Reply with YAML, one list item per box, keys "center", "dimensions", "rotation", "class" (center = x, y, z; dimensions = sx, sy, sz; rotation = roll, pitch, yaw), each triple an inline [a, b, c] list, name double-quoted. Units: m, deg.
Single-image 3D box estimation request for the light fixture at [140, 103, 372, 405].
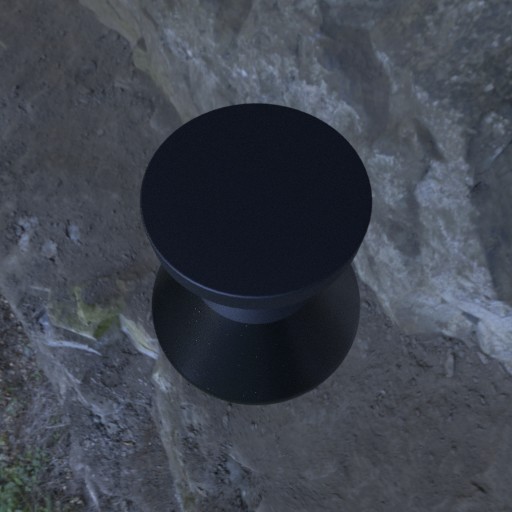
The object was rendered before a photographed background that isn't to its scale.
- center: [0.000, 0.000, 0.347]
  dimensions: [0.200, 0.183, 0.200]
  rotation: [0, 64, 0]
  class: "light fixture"
